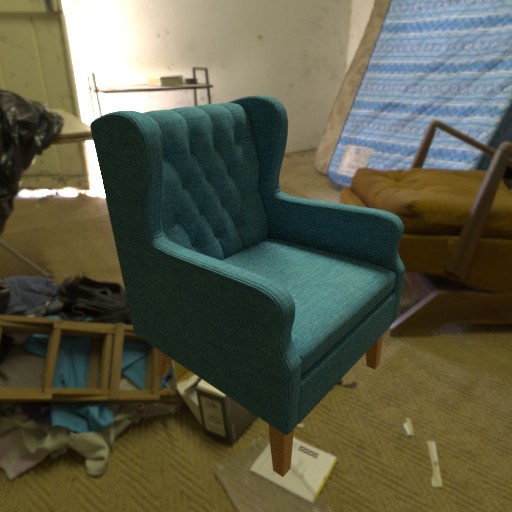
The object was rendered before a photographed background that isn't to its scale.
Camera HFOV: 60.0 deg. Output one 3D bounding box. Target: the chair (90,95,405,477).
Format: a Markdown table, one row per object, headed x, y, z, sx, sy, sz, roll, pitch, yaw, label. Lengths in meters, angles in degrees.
| x | y | z | sx | sy | sz | roll | pitch | yaw | label |
| --- | --- | --- | --- | --- | --- | --- | --- | --- | --- |
| 0.000 | 0.000 | 1.485 | 0.775 | 0.952 | 0.711 | 19 | 31 | 35 | chair |
